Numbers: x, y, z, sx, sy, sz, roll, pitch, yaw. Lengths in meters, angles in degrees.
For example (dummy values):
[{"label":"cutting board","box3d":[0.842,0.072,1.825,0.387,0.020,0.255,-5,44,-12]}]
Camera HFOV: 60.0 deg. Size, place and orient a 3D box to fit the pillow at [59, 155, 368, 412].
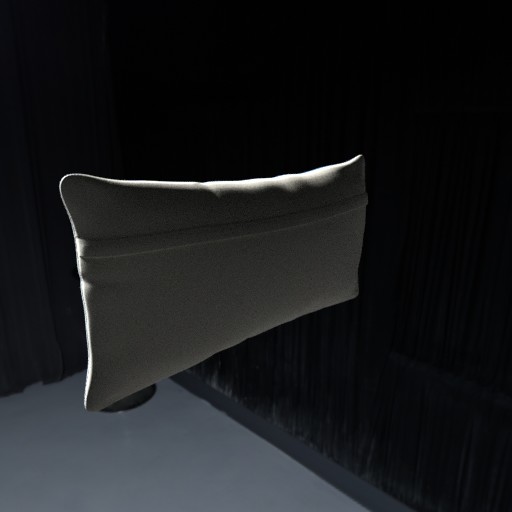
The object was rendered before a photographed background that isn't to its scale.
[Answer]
[{"label":"pillow","box3d":[0.000,0.000,0.730,0.604,0.307,0.148,-15,22,-41]}]
